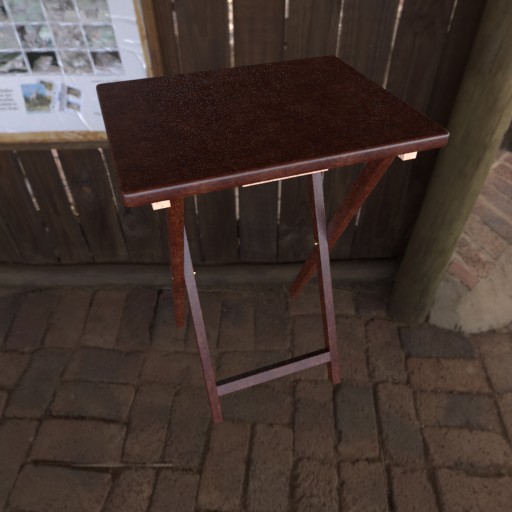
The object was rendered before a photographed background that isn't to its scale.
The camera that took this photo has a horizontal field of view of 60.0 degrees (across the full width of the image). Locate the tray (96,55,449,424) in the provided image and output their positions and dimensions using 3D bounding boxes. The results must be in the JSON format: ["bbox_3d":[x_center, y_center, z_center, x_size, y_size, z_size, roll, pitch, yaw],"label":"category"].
[{"bbox_3d":[0.000,0.000,0.947,0.483,0.660,0.381,-13,43,-15],"label":"tray"}]
